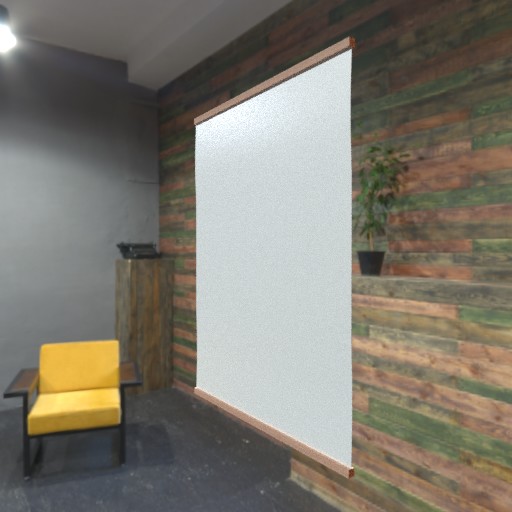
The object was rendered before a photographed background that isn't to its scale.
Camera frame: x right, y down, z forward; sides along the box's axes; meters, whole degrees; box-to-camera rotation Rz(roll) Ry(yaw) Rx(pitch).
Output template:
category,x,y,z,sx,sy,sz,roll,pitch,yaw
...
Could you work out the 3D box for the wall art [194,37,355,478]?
category,x,y,z,sx,sy,sz,roll,pitch,yaw
wall art,0.000,0.000,1.324,0.020,1.013,0.758,0,0,-35
